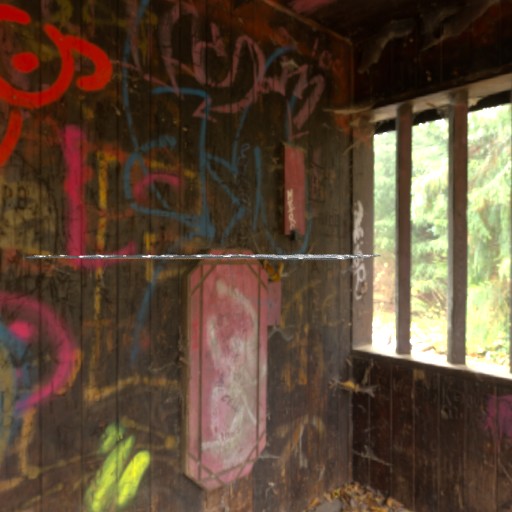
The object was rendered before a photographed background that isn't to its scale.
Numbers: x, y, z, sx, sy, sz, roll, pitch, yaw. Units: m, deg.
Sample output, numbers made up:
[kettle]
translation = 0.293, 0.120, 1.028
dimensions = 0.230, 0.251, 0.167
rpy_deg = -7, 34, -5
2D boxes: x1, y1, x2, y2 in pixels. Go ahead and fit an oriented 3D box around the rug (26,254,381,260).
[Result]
[rug]
translation = 0.000, 0.000, 3.062
dimensions = 1.529, 0.017, 2.448
rpy_deg = 0, 0, 19
